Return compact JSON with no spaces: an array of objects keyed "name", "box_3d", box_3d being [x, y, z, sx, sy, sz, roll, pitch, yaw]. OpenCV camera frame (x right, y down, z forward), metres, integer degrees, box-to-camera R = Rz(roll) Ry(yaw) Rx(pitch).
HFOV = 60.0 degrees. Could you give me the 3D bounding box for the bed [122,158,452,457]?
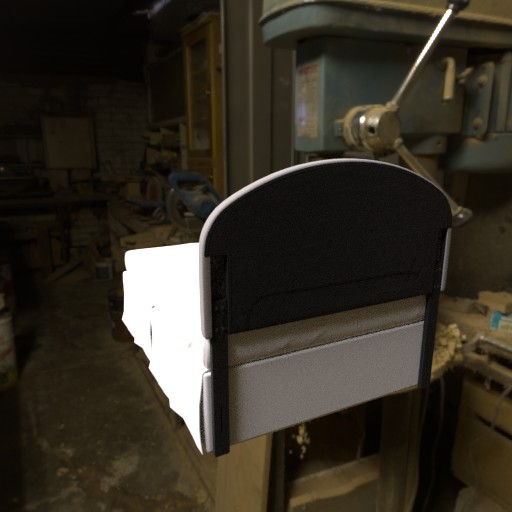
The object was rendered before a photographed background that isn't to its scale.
[{"name":"bed","box_3d":[0.000,0.000,3.153,1.607,1.410,2.005,-7,16,-26]}]
